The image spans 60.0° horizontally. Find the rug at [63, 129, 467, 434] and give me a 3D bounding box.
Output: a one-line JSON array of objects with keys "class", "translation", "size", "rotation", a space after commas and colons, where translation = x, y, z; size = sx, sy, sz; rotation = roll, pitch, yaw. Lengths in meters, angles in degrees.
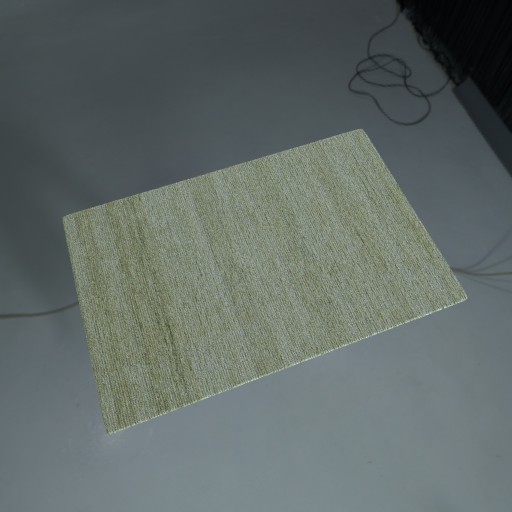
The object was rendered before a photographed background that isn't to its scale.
[{"class": "rug", "translation": [0.000, 0.000, 2.231], "size": [1.758, 0.010, 1.143], "rotation": [-18, 65, -9]}]
